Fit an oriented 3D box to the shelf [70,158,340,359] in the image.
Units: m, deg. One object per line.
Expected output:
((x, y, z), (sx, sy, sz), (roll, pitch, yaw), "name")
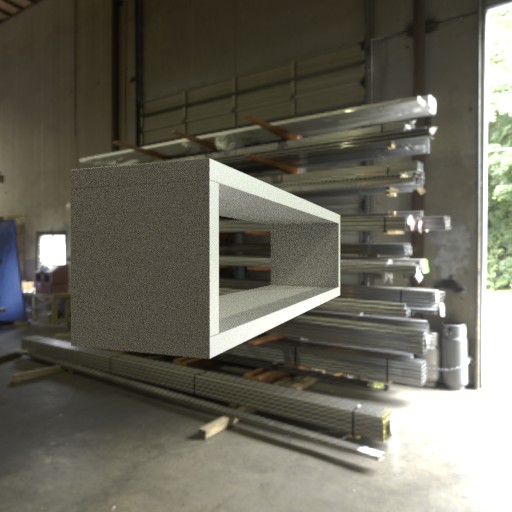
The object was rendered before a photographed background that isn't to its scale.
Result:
((0.000, 0.000, 0.686), (0.150, 0.170, 0.610), (0, 0, 21), "shelf")
